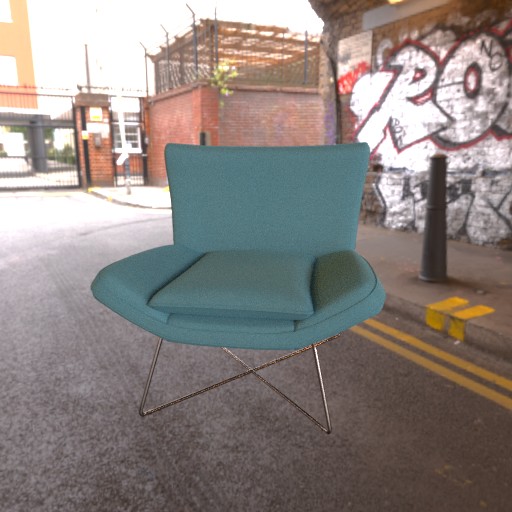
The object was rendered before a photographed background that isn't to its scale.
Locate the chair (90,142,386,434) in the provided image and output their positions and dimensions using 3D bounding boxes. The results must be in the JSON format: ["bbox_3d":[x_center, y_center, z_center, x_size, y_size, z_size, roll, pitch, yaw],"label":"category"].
[{"bbox_3d":[0.000,0.000,1.699,0.859,0.855,1.008,2,13,9],"label":"chair"}]
